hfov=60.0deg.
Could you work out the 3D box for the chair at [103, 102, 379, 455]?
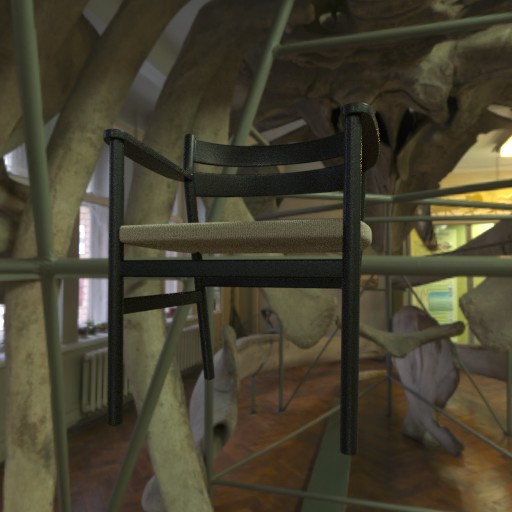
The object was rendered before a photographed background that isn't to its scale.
[{"bbox_3d":[0.000,0.000,1.161,0.630,0.775,0.508,0,-1,17],"label":"chair"}]
